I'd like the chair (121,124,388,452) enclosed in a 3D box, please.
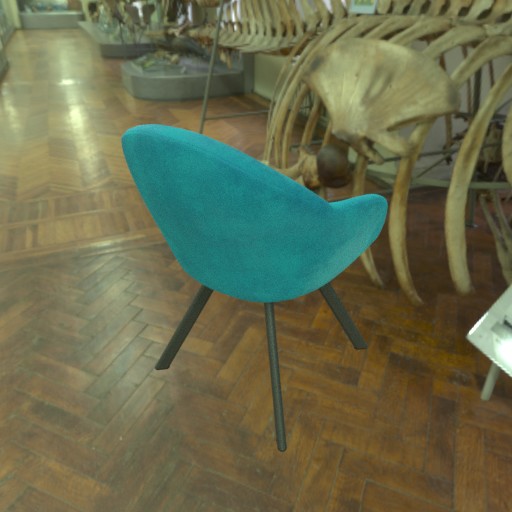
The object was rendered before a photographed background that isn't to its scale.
[{"bbox_3d":[0.000,0.000,1.193,0.550,0.795,0.590,21,37,32],"label":"chair"}]
